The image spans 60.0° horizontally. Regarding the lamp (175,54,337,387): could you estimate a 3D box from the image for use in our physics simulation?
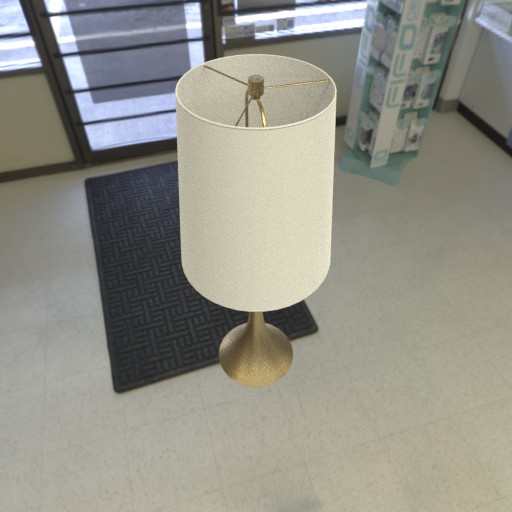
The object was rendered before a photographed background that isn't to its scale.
[{"bbox_3d":[0.000,0.000,0.697,0.231,0.569,0.231,0,46,0],"label":"lamp"}]
